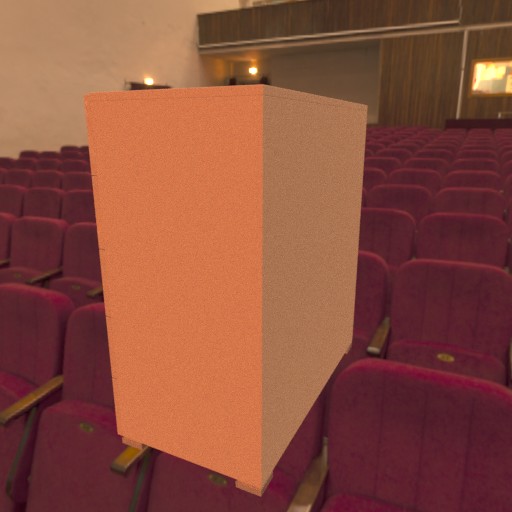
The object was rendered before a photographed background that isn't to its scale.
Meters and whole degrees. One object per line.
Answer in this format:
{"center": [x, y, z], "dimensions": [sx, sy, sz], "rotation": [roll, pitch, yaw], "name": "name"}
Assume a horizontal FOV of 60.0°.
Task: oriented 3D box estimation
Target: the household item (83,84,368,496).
{"center": [0.000, 0.000, 1.312], "dimensions": [0.420, 0.870, 0.800], "rotation": [8, 18, 25], "name": "household item"}
